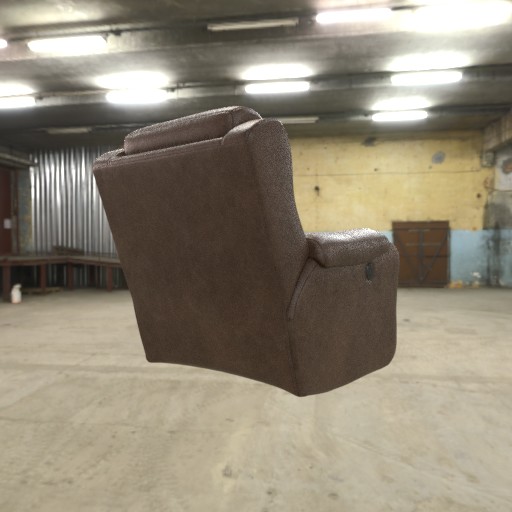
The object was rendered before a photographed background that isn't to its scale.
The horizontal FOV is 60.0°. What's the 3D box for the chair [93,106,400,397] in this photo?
[{"bbox_3d":[0.000,0.000,1.882,0.940,0.990,1.067,1,1,36],"label":"chair"}]
